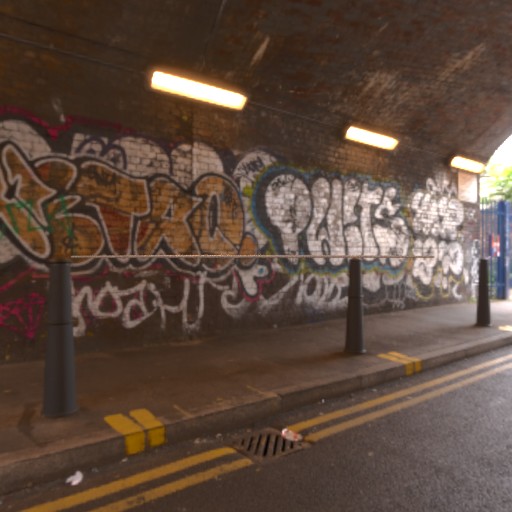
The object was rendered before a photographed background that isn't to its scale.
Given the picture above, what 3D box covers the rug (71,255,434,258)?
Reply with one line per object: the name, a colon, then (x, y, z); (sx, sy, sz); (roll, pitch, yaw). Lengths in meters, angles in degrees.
rug: (0.000, 0.000, 3.056); (1.512, 0.009, 2.457); (0, 0, 1)
